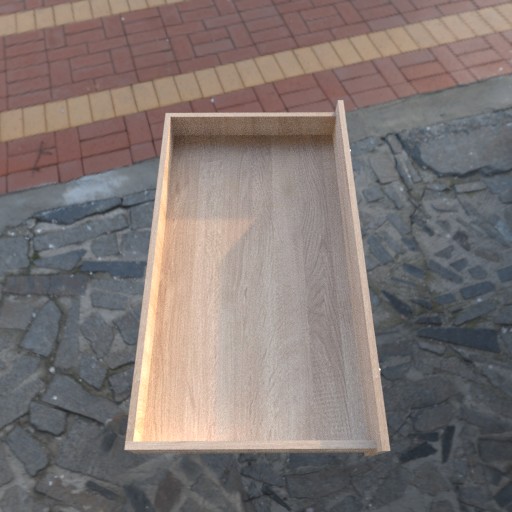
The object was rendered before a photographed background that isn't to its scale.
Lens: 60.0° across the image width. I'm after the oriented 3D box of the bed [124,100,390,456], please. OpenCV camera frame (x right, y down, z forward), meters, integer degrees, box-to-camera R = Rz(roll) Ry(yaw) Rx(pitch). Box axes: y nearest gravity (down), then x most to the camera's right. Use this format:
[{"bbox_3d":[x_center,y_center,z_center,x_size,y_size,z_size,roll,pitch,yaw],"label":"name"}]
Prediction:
[{"bbox_3d":[0.000,0.000,1.465,0.685,0.209,1.200,0,62,0],"label":"bed"}]
